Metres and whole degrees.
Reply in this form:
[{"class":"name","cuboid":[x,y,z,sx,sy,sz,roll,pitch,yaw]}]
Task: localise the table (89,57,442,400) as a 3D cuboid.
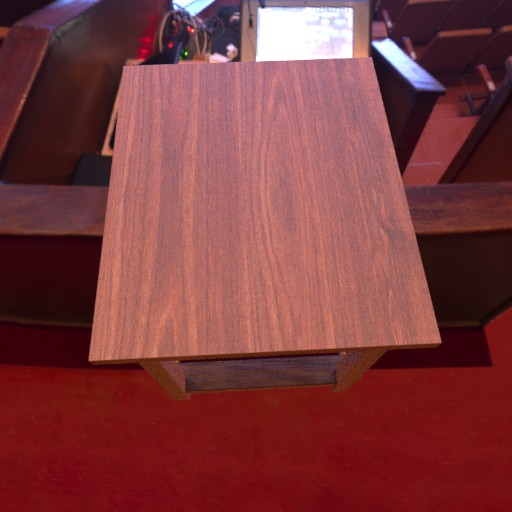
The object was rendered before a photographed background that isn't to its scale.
[{"class":"table","cuboid":[0.000,0.000,1.132,0.559,0.635,0.660,-3,63,-1]}]
